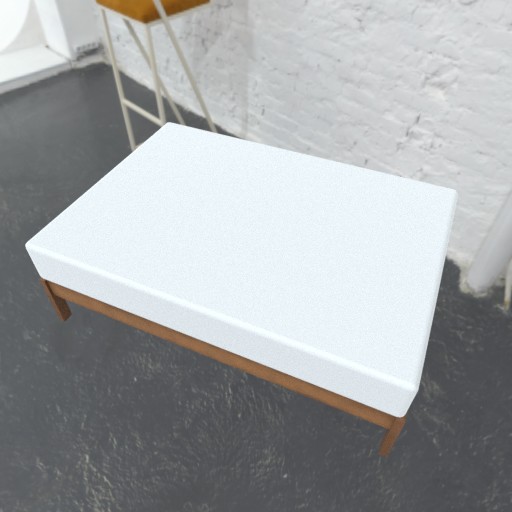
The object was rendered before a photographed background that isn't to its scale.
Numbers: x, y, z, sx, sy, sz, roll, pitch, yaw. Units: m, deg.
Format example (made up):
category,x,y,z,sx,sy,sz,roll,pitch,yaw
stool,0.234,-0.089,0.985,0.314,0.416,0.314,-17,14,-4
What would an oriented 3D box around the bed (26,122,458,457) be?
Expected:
category,x,y,z,sx,sy,sz,roll,pitch,yaw
bed,0.000,0.000,2.548,1.927,0.616,1.348,18,48,17
